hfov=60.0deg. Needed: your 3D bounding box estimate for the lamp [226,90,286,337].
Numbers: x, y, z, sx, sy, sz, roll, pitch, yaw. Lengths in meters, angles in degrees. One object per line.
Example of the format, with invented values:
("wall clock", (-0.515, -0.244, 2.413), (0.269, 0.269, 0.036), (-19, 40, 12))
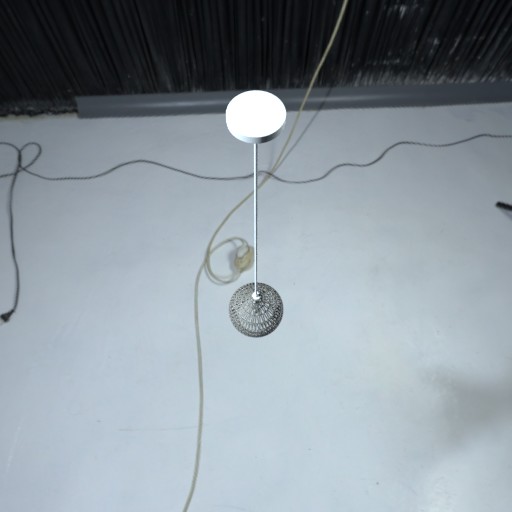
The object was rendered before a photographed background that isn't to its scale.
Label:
("lamp", (0.000, 0.000, 2.104), (0.355, 1.919, 0.355), (-2, 66, -1))
